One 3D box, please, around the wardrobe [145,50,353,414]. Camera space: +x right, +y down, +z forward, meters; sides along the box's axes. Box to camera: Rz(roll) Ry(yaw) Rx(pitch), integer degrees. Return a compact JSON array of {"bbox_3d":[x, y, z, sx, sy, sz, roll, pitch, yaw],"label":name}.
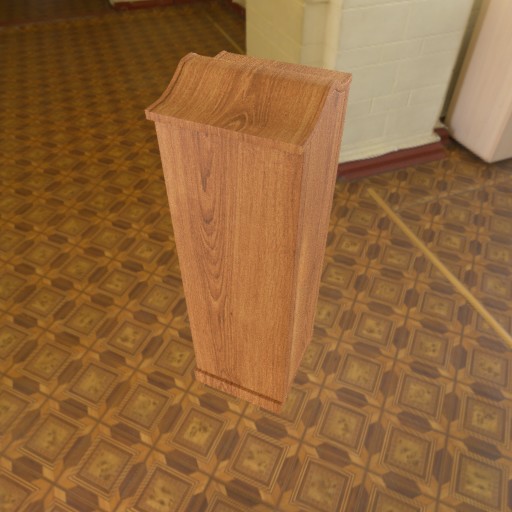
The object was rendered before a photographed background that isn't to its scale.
[{"bbox_3d":[0.000,0.000,2.223,0.570,1.870,0.590,17,47,17],"label":"wardrobe"}]
